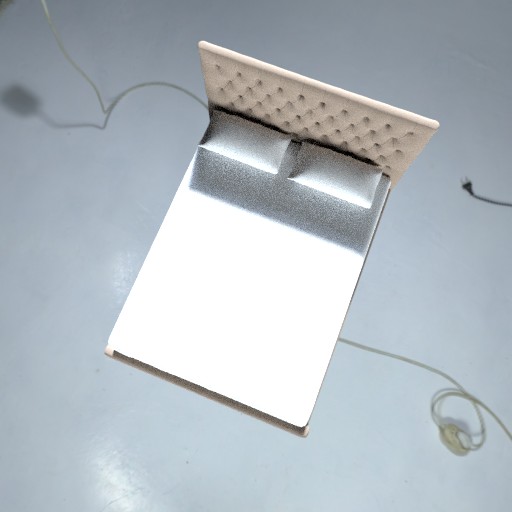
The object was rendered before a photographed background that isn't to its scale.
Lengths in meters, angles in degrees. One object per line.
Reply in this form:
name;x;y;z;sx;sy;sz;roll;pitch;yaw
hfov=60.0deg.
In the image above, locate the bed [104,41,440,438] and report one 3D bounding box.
bed;0.000;0.000;3.355;1.696;1.426;2.233;21;77;5
